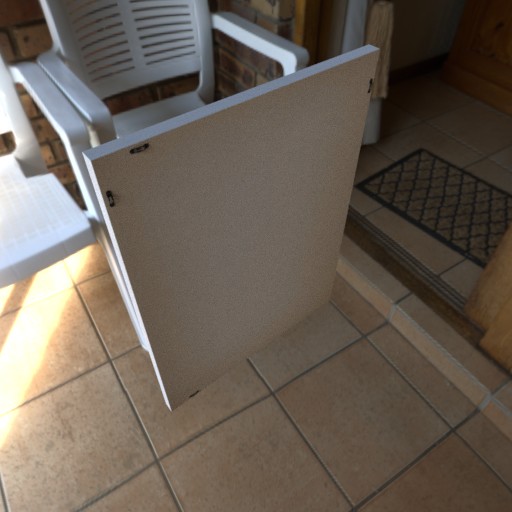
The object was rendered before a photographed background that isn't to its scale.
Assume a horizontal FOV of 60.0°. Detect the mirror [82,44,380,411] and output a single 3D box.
[{"bbox_3d":[0.000,0.000,1.312,0.762,1.016,0.040,-30,54,-25],"label":"mirror"}]
